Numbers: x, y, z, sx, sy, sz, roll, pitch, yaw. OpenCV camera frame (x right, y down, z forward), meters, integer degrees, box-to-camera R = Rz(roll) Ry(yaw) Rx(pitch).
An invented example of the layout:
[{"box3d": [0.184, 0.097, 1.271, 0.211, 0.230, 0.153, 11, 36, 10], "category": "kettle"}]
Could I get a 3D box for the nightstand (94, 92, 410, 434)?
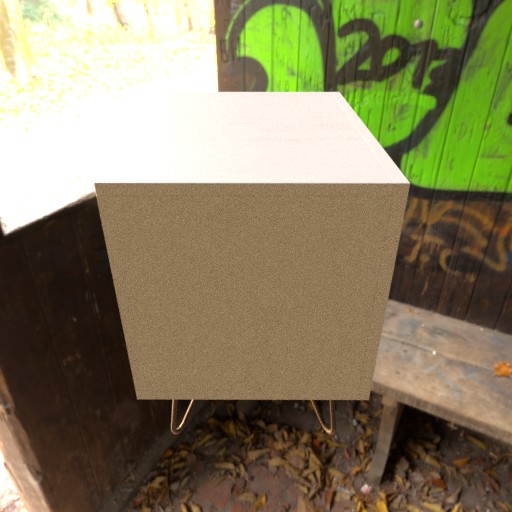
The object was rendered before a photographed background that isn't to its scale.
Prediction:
[{"box3d": [0.000, 0.000, 1.022, 0.447, 0.604, 0.614, 0, 31, 0], "category": "nightstand"}]
